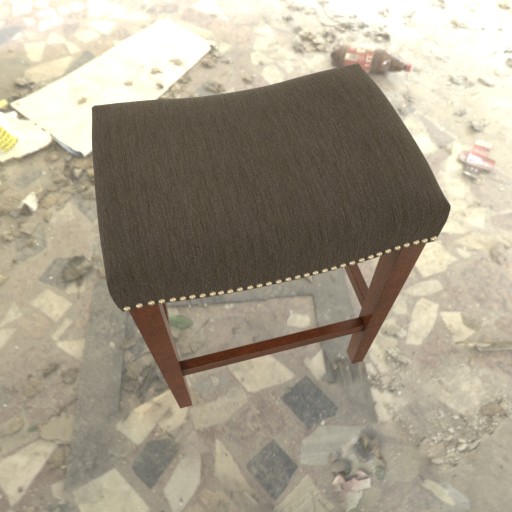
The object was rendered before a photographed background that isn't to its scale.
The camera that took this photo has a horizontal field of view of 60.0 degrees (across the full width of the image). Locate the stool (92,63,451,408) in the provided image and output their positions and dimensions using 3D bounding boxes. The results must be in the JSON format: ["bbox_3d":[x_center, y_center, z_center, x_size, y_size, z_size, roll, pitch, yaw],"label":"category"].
[{"bbox_3d":[0.000,0.000,0.946,0.504,0.654,0.372,-12,58,-8],"label":"stool"}]
